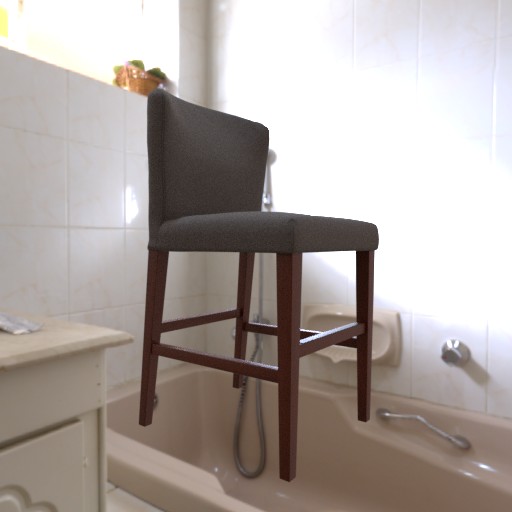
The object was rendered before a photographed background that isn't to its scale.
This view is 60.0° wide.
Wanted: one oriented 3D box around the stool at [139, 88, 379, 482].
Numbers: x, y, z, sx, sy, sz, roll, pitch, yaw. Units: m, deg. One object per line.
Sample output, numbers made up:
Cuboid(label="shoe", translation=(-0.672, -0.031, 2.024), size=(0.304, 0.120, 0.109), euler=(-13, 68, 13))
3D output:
Cuboid(label="stool", translation=(0.000, 0.000, 1.277), size=(0.568, 0.968, 0.481), euler=(1, 2, 37))
